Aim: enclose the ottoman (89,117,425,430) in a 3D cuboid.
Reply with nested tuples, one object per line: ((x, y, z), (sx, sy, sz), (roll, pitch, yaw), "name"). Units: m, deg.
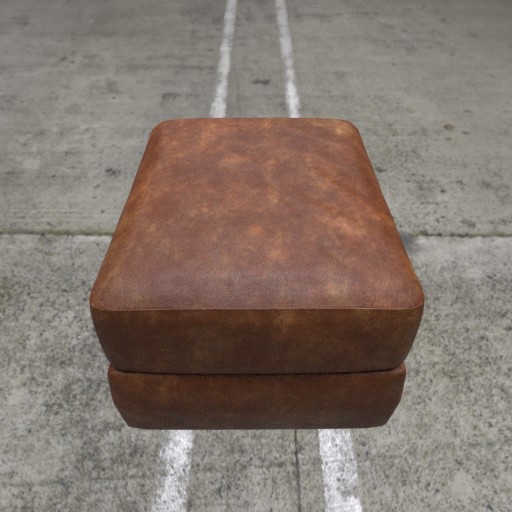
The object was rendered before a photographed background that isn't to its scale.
((0.000, 0.000, 1.127), (0.603, 0.476, 0.751), (0, 41, 0), "ottoman")
